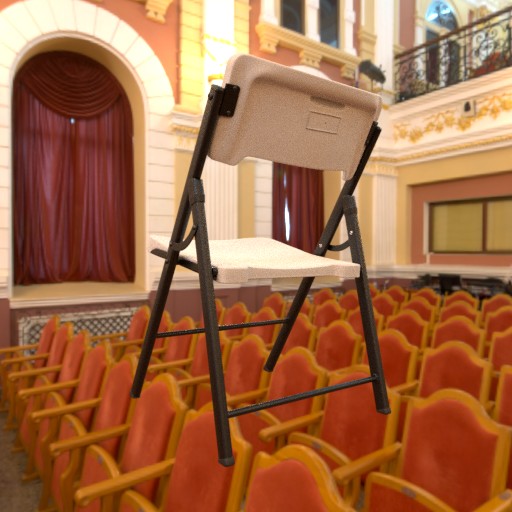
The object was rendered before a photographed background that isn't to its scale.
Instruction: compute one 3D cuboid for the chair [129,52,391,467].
[{"bbox_3d":[0.000,0.000,1.129,0.482,0.765,0.577,0,1,-35],"label":"chair"}]
